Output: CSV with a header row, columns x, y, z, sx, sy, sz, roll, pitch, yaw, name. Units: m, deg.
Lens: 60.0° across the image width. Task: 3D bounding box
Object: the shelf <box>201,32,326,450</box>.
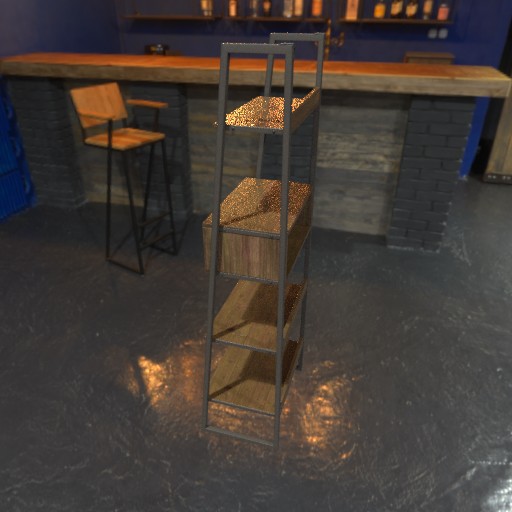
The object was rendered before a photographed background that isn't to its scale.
x,y,z,sx,sy,sz,roll,pitch,yaw,name
0.000,0.000,2.249,0.454,2.005,0.652,9,31,15,shelf
